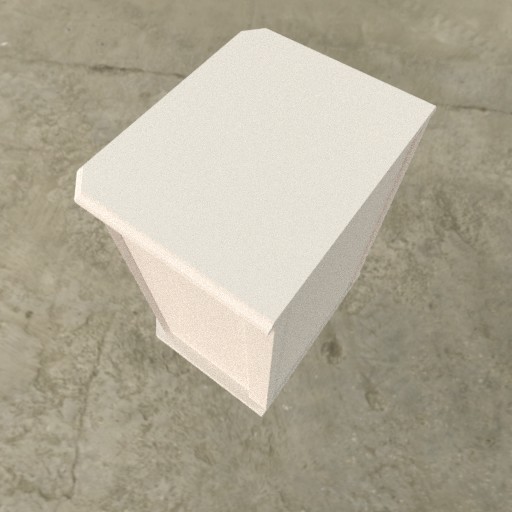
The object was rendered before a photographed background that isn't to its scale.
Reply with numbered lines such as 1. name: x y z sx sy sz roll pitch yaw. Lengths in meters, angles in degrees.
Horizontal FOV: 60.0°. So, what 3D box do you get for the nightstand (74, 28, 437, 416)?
1. nightstand: 0.000 0.000 0.914 0.351 0.681 0.435 33 66 16
